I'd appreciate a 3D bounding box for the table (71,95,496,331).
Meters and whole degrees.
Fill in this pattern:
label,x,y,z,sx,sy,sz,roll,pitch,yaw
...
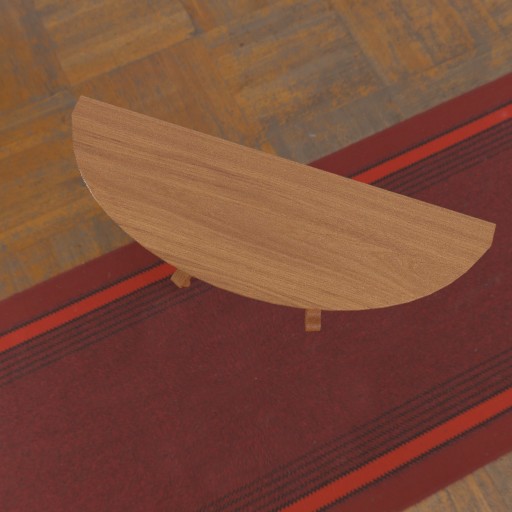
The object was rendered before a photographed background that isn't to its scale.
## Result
label,x,y,z,sx,sy,sz,roll,pitch,yaw
table,0.000,0.000,1.498,1.198,0.692,0.394,18,75,5
